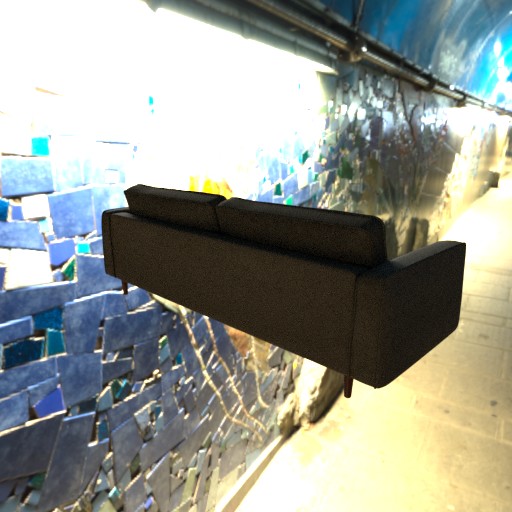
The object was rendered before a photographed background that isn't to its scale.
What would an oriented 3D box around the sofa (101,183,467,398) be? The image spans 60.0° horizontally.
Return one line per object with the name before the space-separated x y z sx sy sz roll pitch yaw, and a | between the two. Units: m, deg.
sofa | 0.000 0.000 2.801 2.295 0.813 0.923 14 21 42
